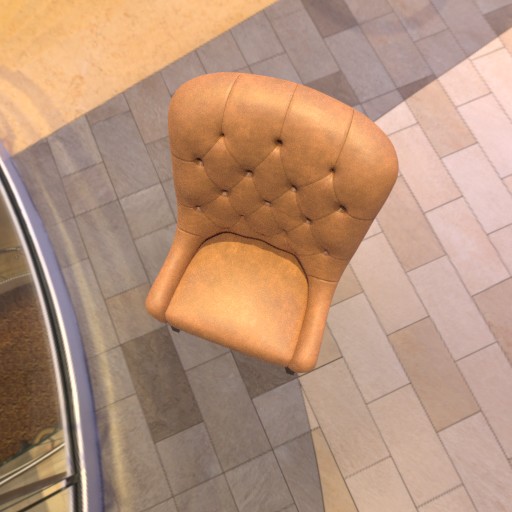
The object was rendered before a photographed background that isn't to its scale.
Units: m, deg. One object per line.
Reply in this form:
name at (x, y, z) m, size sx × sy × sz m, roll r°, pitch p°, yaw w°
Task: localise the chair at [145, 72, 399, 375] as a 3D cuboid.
chair at (0.000, 0.000, 1.525) m, size 0.634 × 1.091 × 0.629 m, roll 19°, pitch 75°, yaw 5°
